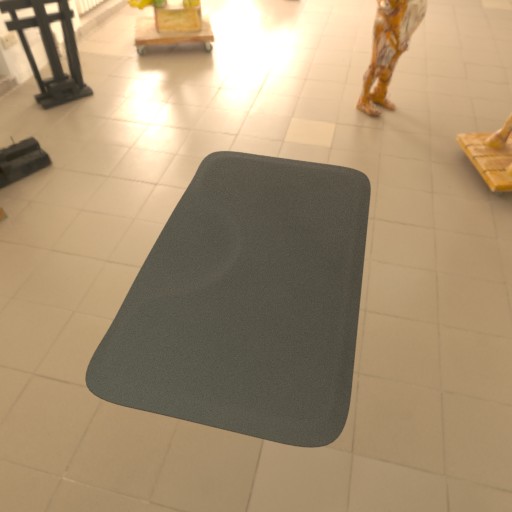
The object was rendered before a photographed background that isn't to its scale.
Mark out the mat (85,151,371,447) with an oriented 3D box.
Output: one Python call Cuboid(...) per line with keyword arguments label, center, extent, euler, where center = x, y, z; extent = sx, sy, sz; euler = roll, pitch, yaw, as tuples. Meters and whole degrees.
Cuboid(label="mat", center=(0.000, 0.000, 1.925), extent=(0.918, 0.013, 1.524), euler=(10, 47, 9))
